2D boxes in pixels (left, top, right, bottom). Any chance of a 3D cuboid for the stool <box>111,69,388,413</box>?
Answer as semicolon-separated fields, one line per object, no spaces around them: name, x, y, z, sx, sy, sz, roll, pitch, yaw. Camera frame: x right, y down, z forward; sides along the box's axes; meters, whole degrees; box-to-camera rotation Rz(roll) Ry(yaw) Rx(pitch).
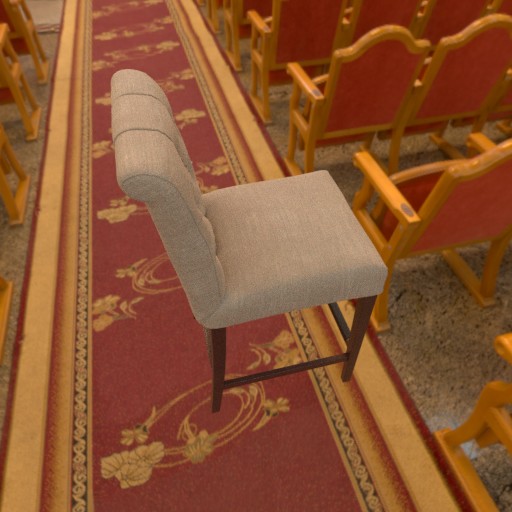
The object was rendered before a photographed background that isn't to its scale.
stool;0.000;0.000;1.405;0.660;1.084;0.486;-10;48;-10
